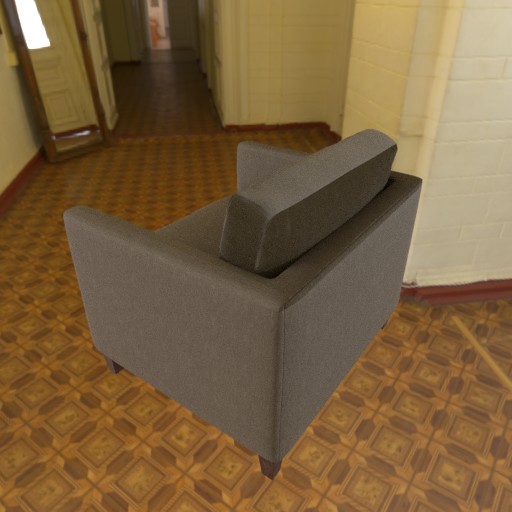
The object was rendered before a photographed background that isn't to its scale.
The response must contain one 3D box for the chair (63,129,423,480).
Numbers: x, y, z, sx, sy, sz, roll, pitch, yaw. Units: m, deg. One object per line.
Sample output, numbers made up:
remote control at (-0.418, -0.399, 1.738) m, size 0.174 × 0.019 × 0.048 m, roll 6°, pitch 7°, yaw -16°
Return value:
chair at (0.000, 0.000, 1.816) m, size 0.959 × 0.963 × 1.107 m, roll 20°, pitch 37°, yaw 30°
